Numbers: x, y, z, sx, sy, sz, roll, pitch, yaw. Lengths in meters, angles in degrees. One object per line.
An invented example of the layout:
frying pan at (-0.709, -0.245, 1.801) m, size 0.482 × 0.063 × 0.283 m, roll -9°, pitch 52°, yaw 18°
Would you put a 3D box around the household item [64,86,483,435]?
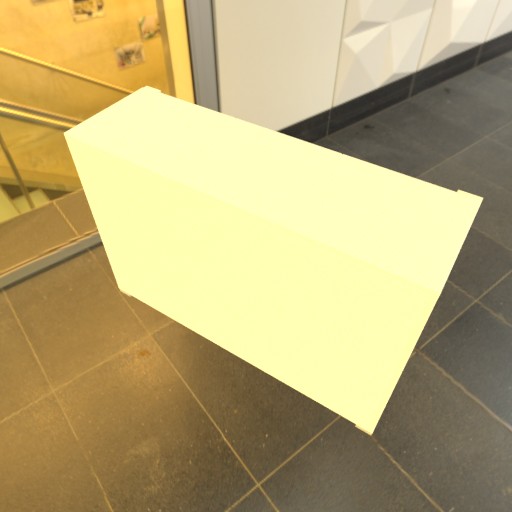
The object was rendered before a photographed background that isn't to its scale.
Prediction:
household item at (0.000, 0.000, 1.721) m, size 1.300 × 0.867 × 0.420 m, roll 25°, pitch 52°, yaw 22°
